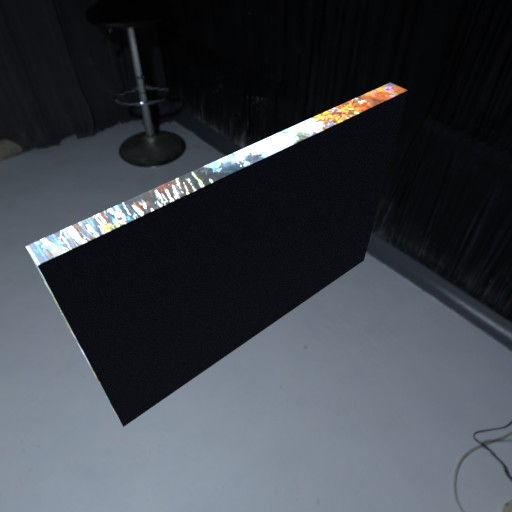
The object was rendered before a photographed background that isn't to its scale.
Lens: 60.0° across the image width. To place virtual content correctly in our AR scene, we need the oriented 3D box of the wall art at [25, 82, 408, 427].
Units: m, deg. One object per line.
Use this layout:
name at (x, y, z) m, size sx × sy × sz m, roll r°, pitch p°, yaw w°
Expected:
wall art at (0.000, 0.000, 0.746) m, size 0.610 × 0.406 × 0.037 m, roll -31°, pitch 54°, yaw -26°
